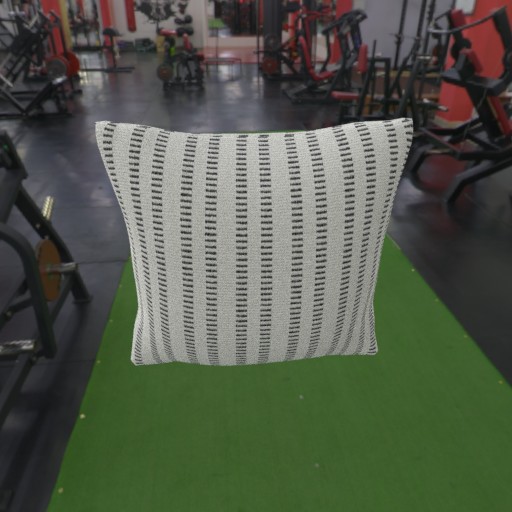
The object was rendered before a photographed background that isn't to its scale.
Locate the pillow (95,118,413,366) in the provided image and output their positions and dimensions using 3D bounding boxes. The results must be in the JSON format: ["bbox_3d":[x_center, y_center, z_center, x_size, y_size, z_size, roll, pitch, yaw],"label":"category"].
[{"bbox_3d":[0.000,0.000,0.696,0.438,0.419,0.247,-2,29,-3],"label":"pillow"}]
